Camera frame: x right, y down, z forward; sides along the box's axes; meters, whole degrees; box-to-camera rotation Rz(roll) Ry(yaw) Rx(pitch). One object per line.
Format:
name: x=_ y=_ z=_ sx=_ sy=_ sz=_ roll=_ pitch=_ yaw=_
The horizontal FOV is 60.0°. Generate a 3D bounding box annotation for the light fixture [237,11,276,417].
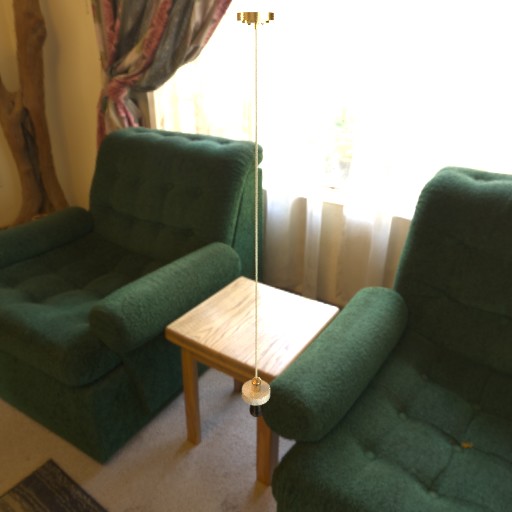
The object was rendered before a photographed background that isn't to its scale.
light fixture: x=0.000 y=0.000 z=1.733 sx=0.129 sy=1.669 sz=0.129 roll=8 pitch=27 yaw=16
